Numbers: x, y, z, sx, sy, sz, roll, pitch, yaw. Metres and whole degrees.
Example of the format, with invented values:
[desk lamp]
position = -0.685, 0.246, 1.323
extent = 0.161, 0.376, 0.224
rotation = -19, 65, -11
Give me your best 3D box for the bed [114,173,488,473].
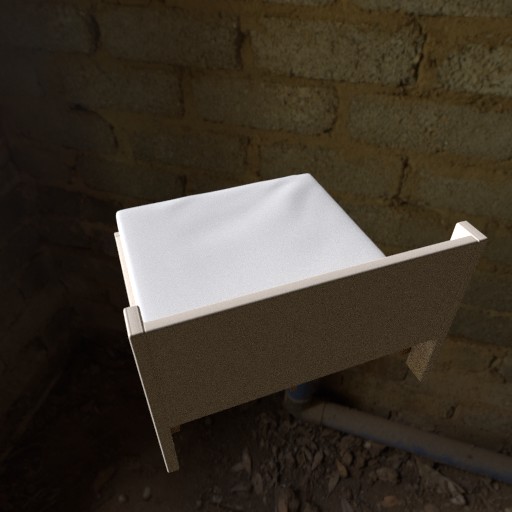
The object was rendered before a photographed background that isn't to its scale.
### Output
[bed]
position = 0.000, 0.000, 3.657
extent = 2.145, 1.471, 2.293
rotation = -14, 42, -15
